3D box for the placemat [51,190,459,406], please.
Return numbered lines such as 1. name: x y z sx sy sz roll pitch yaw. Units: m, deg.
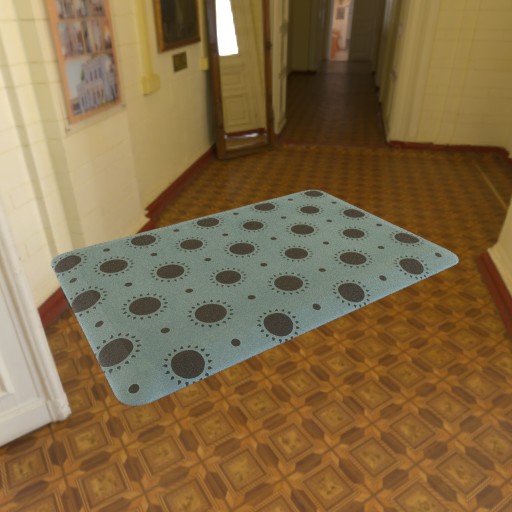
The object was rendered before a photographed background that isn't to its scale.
1. placemat: 0.000 0.000 0.965 0.762 0.021 0.508 -18 34 -28
